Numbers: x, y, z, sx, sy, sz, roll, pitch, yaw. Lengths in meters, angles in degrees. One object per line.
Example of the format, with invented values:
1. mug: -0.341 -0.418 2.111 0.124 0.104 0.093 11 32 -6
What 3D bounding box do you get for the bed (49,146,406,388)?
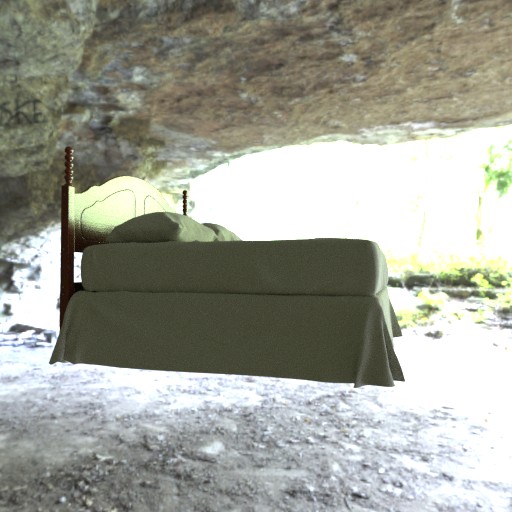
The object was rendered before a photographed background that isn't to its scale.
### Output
1. bed: 0.000 0.000 3.243 2.040 1.356 1.873 -1 -2 18
